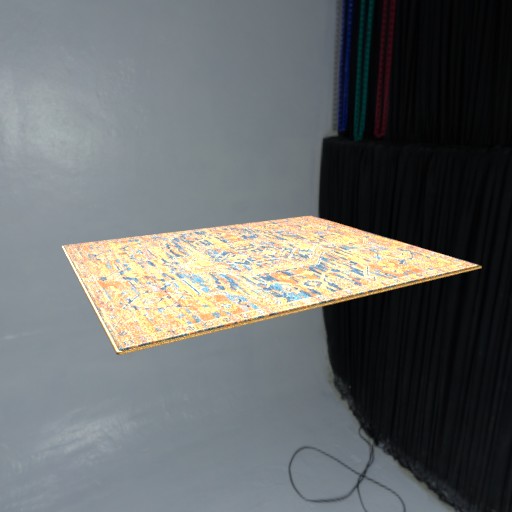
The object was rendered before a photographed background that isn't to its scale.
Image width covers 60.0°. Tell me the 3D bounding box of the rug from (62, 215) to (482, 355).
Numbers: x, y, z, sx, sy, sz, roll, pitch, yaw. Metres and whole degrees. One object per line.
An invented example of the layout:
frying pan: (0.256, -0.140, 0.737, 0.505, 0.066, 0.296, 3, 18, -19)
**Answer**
rug: (0.000, 0.000, 4.071, 3.040, 0.031, 2.435, -9, 19, -28)
